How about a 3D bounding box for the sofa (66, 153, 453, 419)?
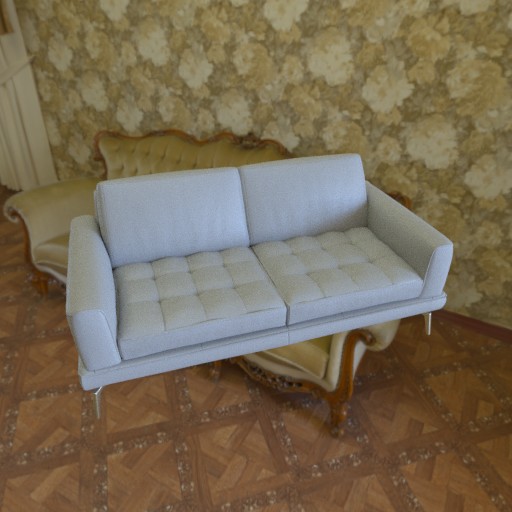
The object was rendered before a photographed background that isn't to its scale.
[{"bbox_3d":[0.000,0.000,2.765,2.177,0.930,1.121,-10,33,-15],"label":"sofa"}]
